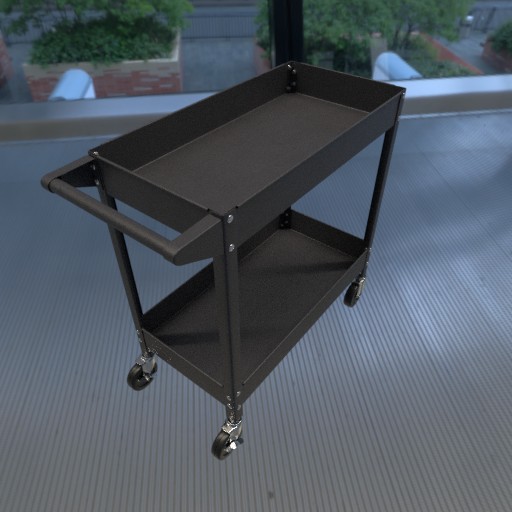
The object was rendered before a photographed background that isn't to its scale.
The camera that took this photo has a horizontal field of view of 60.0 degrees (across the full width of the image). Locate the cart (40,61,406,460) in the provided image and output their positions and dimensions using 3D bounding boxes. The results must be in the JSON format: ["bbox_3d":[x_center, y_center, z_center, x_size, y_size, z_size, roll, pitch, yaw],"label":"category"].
[{"bbox_3d":[0.000,0.000,1.142,0.366,0.719,0.779,27,47,28],"label":"cart"}]
